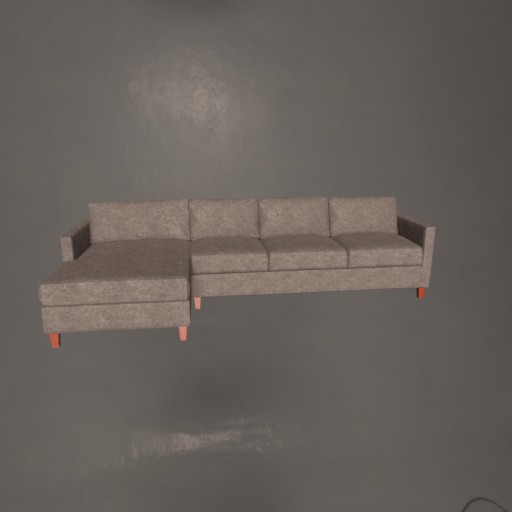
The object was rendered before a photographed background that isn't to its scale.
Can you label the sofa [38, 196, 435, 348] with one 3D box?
[{"bbox_3d":[0.000,0.000,4.232,3.471,0.954,1.606,-2,15,-7],"label":"sofa"}]
